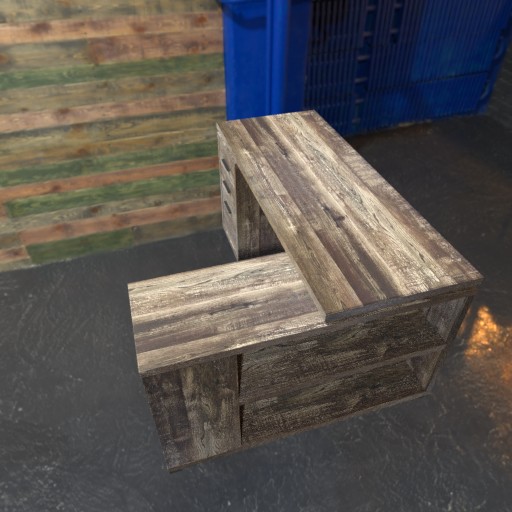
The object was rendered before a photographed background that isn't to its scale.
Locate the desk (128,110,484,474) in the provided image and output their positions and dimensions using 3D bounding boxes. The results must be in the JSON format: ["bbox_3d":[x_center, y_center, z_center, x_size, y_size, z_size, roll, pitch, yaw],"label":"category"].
[{"bbox_3d":[0.000,0.000,2.216,1.200,0.753,1.524,-11,42,-13],"label":"desk"}]
